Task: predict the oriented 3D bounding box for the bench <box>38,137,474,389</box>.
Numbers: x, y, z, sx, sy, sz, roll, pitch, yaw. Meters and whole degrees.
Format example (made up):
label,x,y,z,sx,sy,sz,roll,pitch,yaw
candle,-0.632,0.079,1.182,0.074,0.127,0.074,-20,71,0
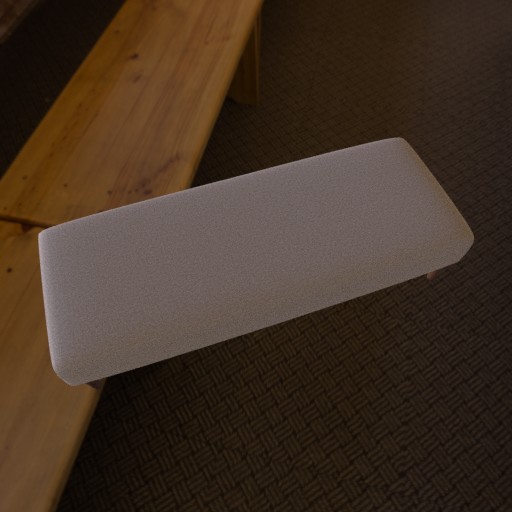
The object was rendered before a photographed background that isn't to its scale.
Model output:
label,x,y,z,sx,sy,sz,roll,pitch,yaw
bench,0.000,0.000,1.843,1.598,0.383,0.631,-16,60,-10
